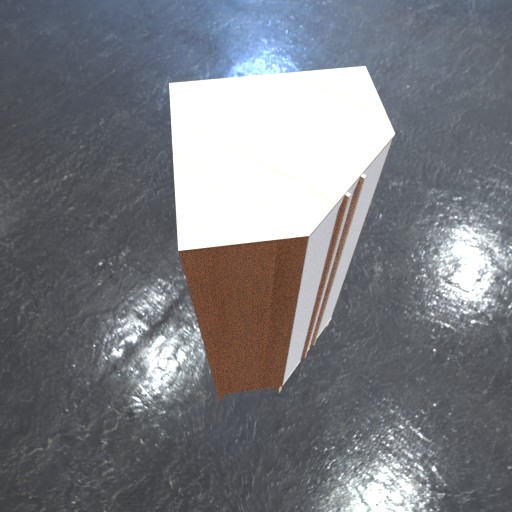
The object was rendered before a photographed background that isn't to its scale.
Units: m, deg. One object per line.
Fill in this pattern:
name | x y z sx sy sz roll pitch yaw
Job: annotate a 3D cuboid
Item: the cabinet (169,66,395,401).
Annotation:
cabinet | 0.000 0.000 2.646 0.969 1.957 1.272 33 63 19
